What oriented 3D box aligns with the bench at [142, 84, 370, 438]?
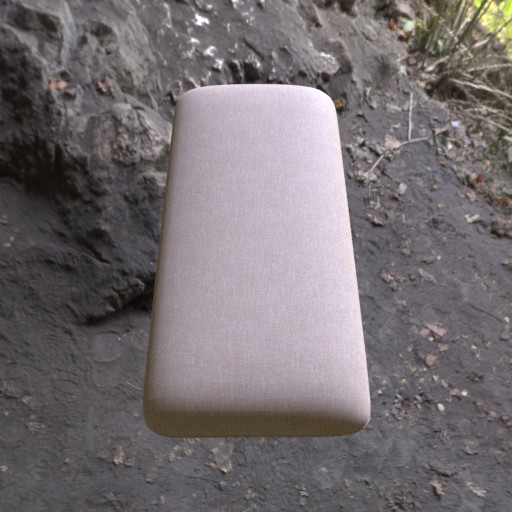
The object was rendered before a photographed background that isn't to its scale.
[{"bbox_3d":[0.000,0.000,1.266,0.483,0.483,0.991,0,63,0],"label":"bench"}]
